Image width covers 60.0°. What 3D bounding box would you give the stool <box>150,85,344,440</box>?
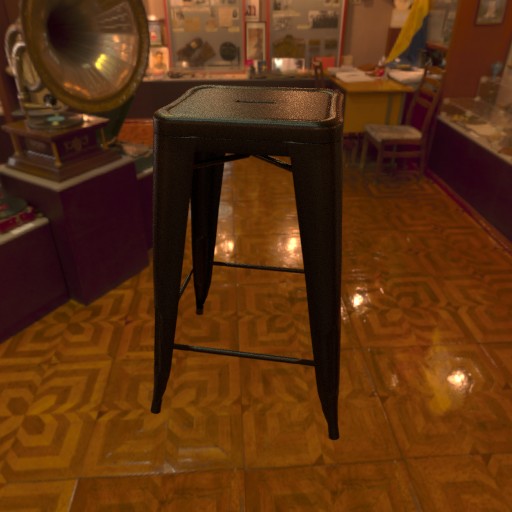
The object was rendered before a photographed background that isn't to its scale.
[{"bbox_3d":[0.000,0.000,0.900,0.455,0.609,0.423,-1,31,-1],"label":"stool"}]
